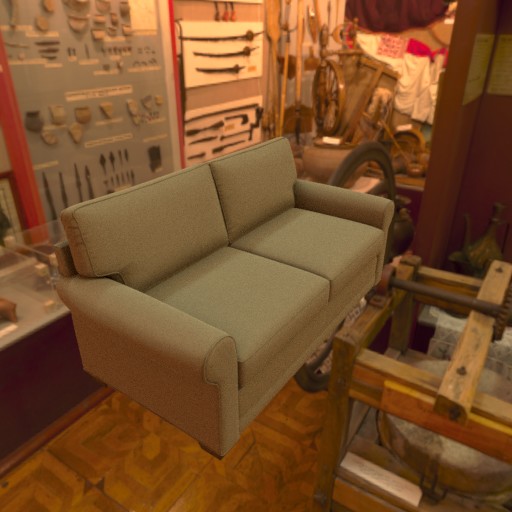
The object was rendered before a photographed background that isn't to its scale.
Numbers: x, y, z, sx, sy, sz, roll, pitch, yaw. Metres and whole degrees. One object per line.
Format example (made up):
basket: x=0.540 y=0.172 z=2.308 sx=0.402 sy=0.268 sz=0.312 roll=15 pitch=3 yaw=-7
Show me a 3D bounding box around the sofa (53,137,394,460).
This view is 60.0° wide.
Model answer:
sofa: x=0.000 y=0.000 z=2.439 sx=0.940 sy=0.952 sz=1.930 roll=18 pitch=32 yaw=31
